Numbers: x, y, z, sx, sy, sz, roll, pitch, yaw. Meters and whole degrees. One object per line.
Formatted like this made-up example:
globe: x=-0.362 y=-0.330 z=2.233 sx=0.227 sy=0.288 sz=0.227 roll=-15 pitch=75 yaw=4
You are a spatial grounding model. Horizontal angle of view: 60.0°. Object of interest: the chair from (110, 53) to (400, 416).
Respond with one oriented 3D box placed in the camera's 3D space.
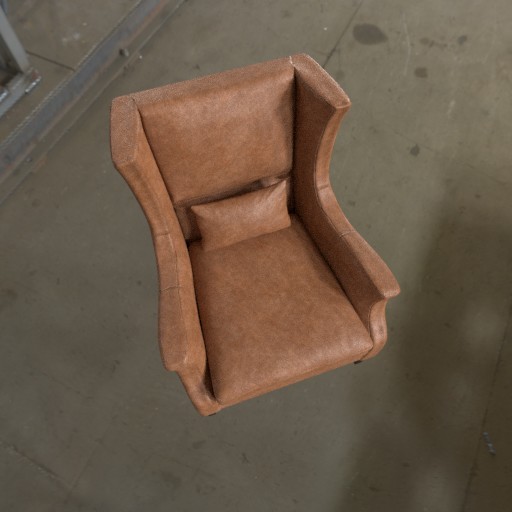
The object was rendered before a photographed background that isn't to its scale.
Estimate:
chair: x=0.000 y=0.000 z=1.697 sx=0.853 sy=1.016 sz=0.926 roll=-17 pitch=65 yaw=-8
